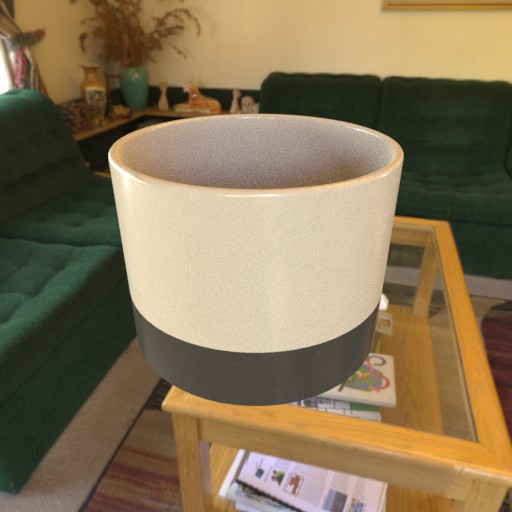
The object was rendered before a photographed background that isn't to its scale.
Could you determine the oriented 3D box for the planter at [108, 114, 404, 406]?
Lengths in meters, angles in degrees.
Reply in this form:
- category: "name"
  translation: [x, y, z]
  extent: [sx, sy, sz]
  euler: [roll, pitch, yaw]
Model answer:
- category: "planter"
  translation: [0.000, 0.000, 0.343]
  extent: [0.193, 0.177, 0.193]
  euler: [0, 29, 0]
